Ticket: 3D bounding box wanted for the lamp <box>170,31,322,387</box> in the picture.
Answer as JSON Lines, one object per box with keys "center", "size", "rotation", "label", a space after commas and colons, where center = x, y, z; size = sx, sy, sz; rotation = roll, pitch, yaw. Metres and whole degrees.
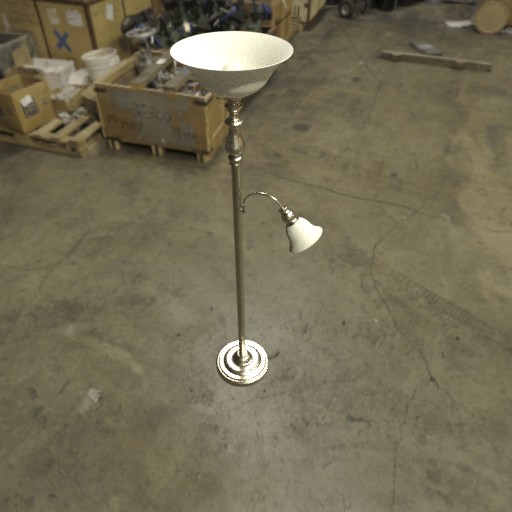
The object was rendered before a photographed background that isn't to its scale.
{"center": [0.000, 0.000, 2.038], "size": [0.575, 1.785, 0.405], "rotation": [13, 43, 14], "label": "lamp"}
